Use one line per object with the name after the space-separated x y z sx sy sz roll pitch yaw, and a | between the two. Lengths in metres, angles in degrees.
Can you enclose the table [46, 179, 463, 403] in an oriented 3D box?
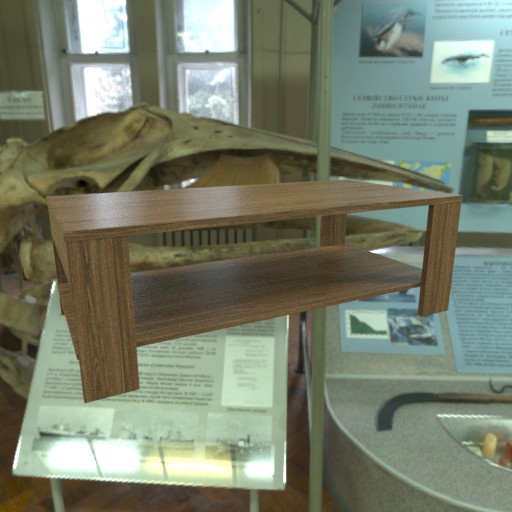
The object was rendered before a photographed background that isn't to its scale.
0.000 0.000 1.478 1.200 0.400 0.600 -8 17 -27 | table
